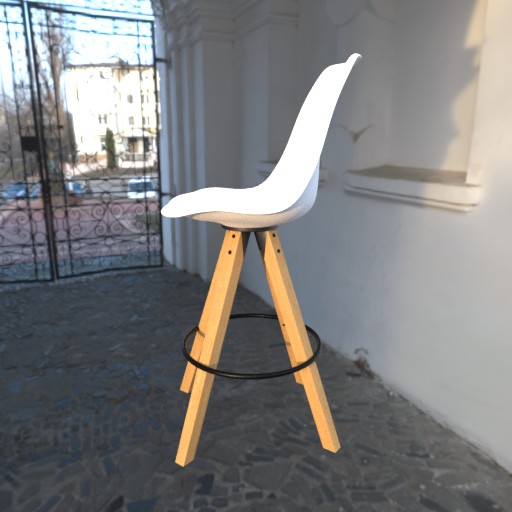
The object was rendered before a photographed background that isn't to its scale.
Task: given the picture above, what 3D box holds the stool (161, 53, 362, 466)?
[{"bbox_3d":[0.000,0.000,1.349,0.549,1.115,0.482,-2,15,-7],"label":"stool"}]
